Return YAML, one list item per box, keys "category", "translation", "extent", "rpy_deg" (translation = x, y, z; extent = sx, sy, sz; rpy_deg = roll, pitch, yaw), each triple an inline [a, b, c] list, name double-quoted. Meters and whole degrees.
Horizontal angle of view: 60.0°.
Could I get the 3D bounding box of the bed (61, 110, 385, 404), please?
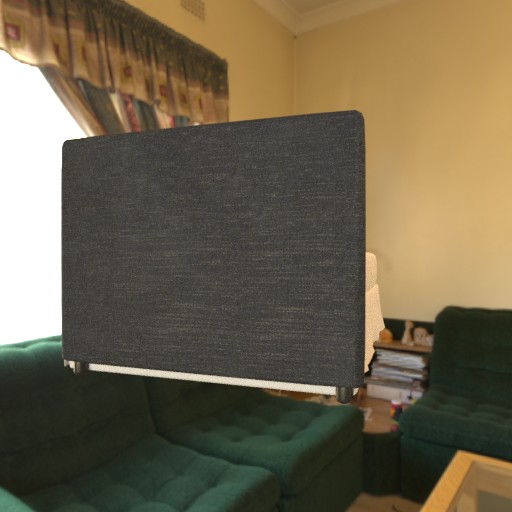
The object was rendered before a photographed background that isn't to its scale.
- category: "bed"
  translation: [0.000, 0.000, 3.211]
  extent: [1.723, 1.330, 2.142]
  rpy_deg: [0, 0, 19]
